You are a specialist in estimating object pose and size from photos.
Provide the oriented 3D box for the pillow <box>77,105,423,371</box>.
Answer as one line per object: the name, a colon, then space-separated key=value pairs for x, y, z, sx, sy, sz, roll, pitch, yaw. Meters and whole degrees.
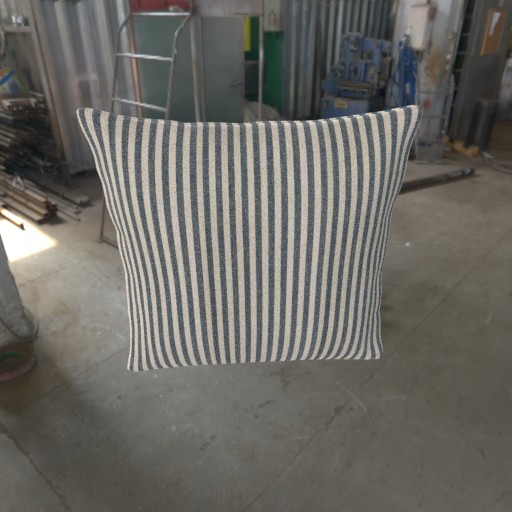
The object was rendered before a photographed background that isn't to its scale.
pillow: x=0.000 y=0.000 z=0.783 sx=0.523 sy=0.510 sz=0.166 roll=-2 pitch=28 yaw=-3
